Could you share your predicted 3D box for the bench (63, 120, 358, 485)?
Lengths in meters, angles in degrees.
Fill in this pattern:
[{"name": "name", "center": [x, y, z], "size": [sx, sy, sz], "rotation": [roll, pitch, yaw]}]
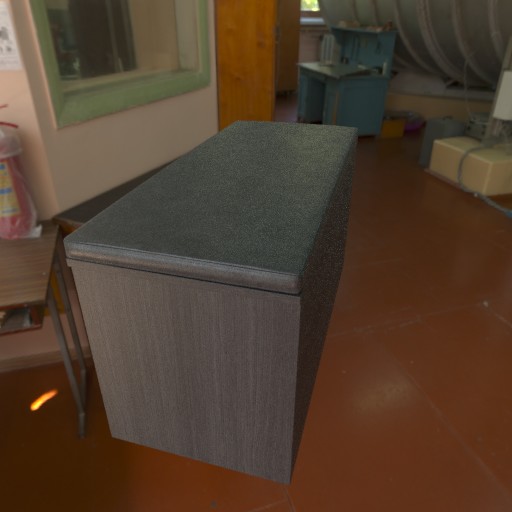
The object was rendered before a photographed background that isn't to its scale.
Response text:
[{"name": "bench", "center": [0.000, 0.000, 1.172], "size": [0.401, 0.501, 0.905], "rotation": [8, 31, 14]}]
